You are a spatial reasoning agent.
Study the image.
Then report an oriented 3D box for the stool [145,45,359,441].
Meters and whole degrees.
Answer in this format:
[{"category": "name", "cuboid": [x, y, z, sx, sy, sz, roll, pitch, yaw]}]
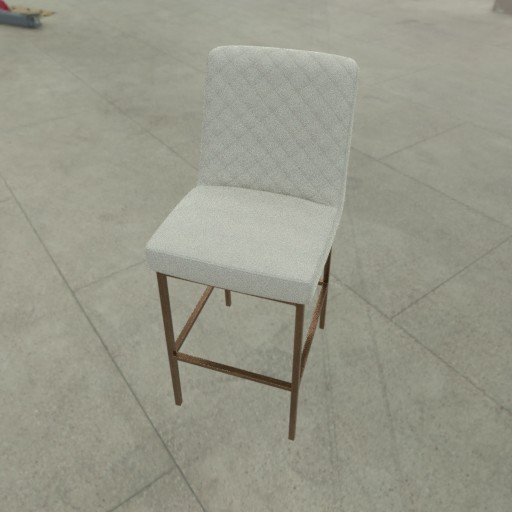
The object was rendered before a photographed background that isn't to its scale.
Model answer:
[{"category": "stool", "cuboid": [0.000, 0.000, 1.381, 0.462, 1.084, 0.546, 12, 42, 14]}]
